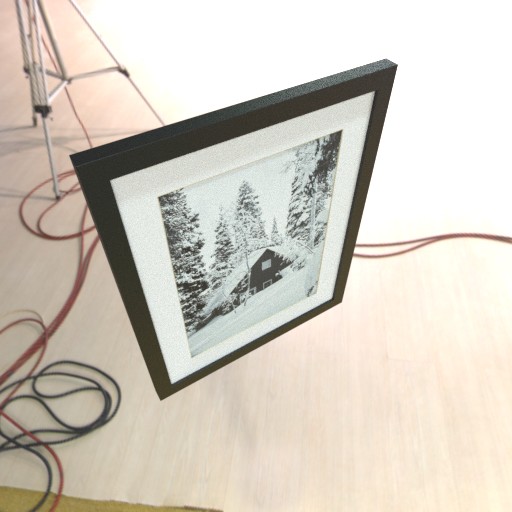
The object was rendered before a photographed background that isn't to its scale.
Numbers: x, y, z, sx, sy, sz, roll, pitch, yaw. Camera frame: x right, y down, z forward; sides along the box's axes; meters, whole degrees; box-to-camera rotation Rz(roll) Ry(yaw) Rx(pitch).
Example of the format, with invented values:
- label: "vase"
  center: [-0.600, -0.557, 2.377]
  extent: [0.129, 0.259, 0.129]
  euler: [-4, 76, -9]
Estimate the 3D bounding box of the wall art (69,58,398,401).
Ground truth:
- label: "wall art"
  center: [0.000, 0.000, 0.537]
  extent: [0.325, 0.397, 0.018]
  euler: [-25, 52, -21]
